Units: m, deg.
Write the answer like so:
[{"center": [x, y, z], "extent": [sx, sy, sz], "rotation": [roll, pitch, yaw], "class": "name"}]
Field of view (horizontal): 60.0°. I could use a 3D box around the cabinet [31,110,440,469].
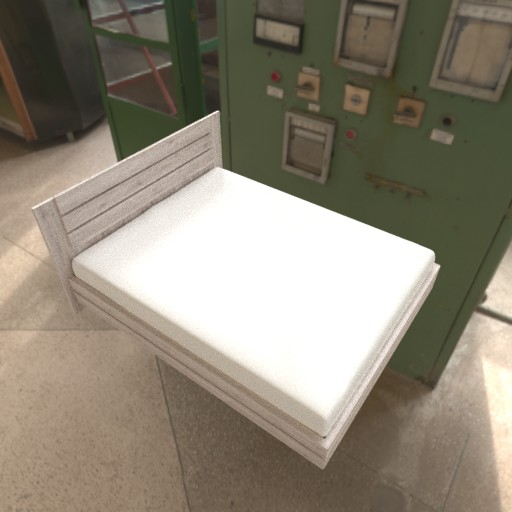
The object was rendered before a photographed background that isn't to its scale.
[{"center": [0.000, 0.000, 3.051], "extent": [2.080, 0.970, 1.750], "rotation": [26, 47, 26], "class": "cabinet"}]
